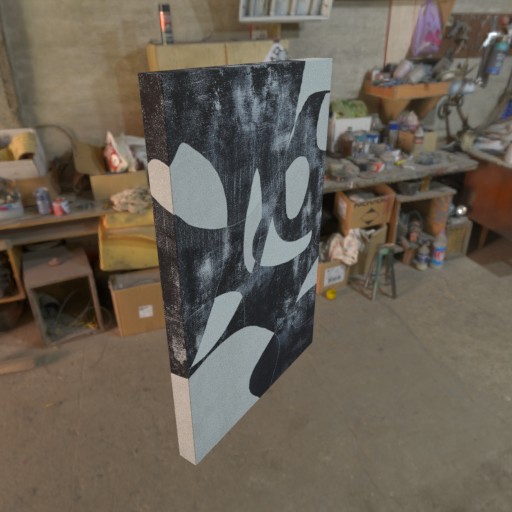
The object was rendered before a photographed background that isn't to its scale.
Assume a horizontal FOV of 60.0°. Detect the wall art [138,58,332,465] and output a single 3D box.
[{"bbox_3d":[0.000,0.000,0.766,0.039,0.610,0.407,17,32,31],"label":"wall art"}]
